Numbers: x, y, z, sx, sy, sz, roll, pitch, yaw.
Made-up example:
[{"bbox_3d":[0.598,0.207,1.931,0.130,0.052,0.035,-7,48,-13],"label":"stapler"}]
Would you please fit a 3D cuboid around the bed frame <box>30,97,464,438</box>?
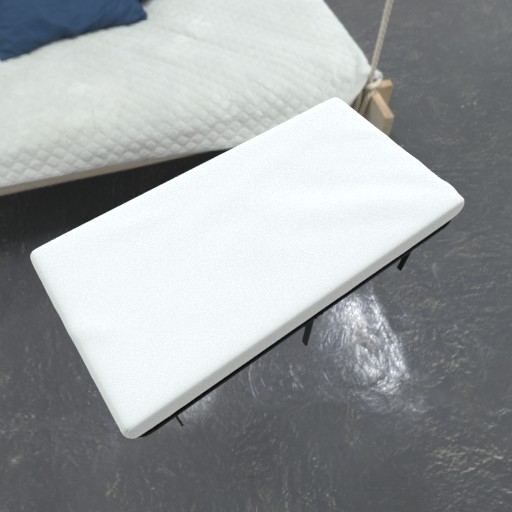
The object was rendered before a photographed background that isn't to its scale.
[{"bbox_3d":[0.000,0.000,2.336,1.903,0.619,0.989,-31,63,-18],"label":"bed frame"}]
